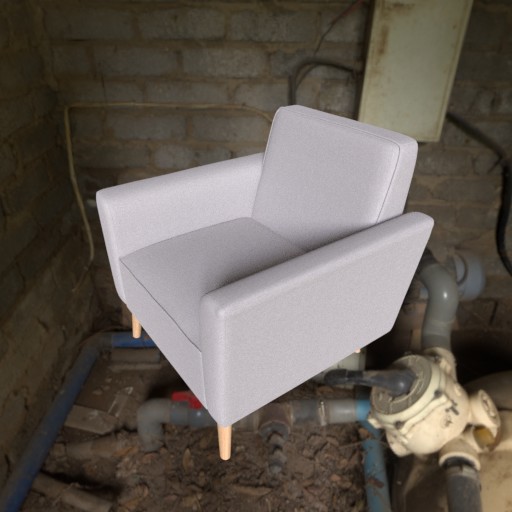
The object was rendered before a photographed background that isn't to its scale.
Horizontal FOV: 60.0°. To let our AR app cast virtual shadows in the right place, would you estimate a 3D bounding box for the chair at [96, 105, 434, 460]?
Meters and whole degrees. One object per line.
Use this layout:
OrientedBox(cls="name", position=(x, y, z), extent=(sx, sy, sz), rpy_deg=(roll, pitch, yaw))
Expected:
OrientedBox(cls="chair", position=(0.000, 0.000, 1.443), extent=(0.750, 0.780, 0.780), rpy_deg=(-20, 37, -30))
